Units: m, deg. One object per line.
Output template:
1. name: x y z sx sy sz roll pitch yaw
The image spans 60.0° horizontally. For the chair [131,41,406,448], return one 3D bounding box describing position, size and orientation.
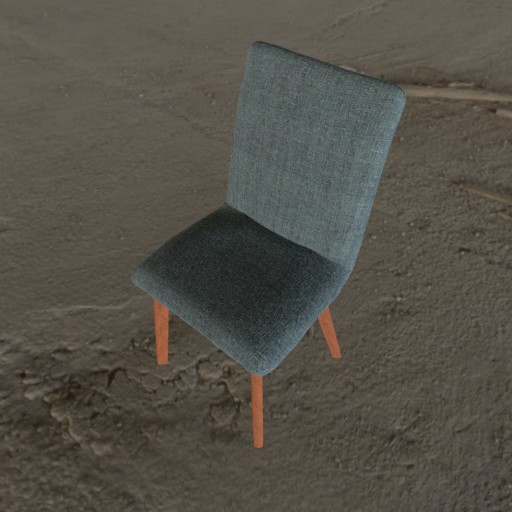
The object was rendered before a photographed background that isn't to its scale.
1. chair: 0.000 0.000 1.291 0.522 0.974 0.563 31 52 27
